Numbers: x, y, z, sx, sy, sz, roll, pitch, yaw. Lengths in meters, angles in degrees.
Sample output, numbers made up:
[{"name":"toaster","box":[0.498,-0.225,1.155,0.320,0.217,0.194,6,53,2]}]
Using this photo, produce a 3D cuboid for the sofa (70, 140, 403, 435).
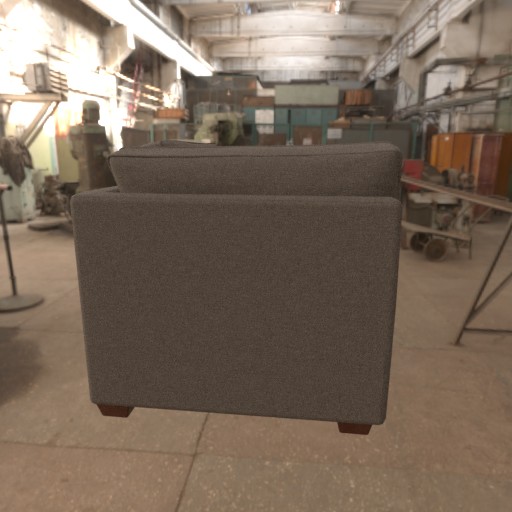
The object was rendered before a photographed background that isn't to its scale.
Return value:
[{"name":"sofa","box":[0.000,0.000,1.987,1.084,1.002,1.146,2,14,8]}]
